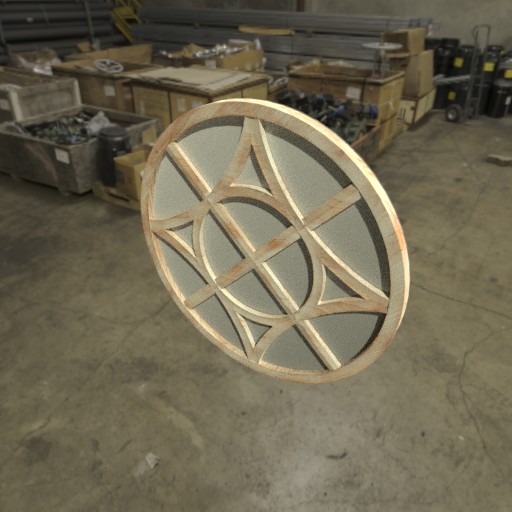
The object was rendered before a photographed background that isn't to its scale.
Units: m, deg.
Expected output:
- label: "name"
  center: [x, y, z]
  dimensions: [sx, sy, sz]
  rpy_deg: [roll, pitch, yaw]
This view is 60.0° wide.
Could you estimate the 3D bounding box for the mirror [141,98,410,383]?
- label: "mirror"
  center: [0.000, 0.000, 1.051]
  dimensions: [0.710, 0.710, 0.038]
  rpy_deg: [19, 36, 28]
